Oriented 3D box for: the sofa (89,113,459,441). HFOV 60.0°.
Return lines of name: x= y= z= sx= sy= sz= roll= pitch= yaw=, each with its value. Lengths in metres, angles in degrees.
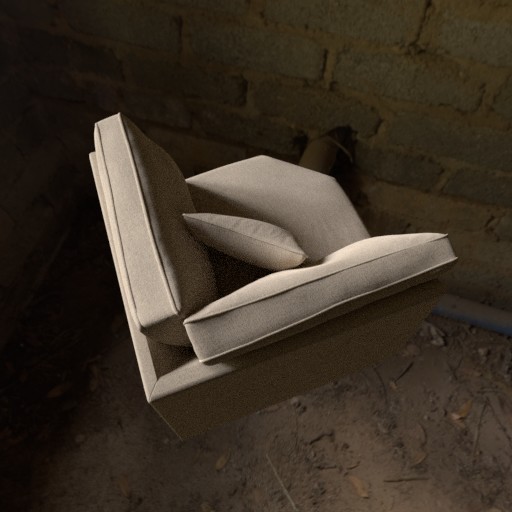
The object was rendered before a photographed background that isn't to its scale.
sofa: x=0.000 y=0.000 z=1.862 sx=1.050 sy=0.937 sz=1.042 roll=-17 pitch=60 yaw=-10
